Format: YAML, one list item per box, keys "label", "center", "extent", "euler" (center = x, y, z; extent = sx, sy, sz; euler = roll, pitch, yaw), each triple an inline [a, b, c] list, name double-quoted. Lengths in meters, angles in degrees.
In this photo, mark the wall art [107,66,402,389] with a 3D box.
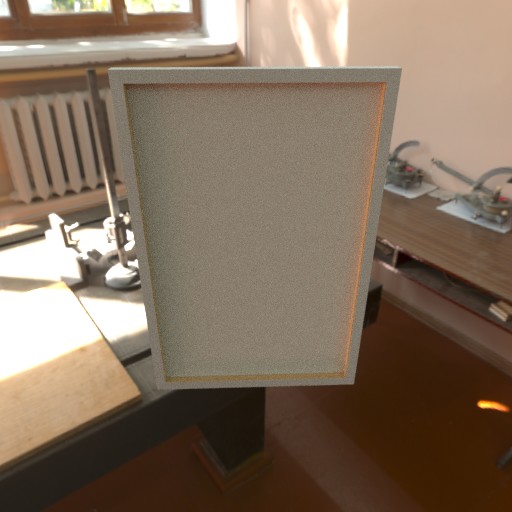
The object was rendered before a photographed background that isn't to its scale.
- label: "wall art"
  center: [0.000, 0.000, 1.158]
  extent: [0.607, 0.912, 0.038]
  euler: [-1, 30, -2]
